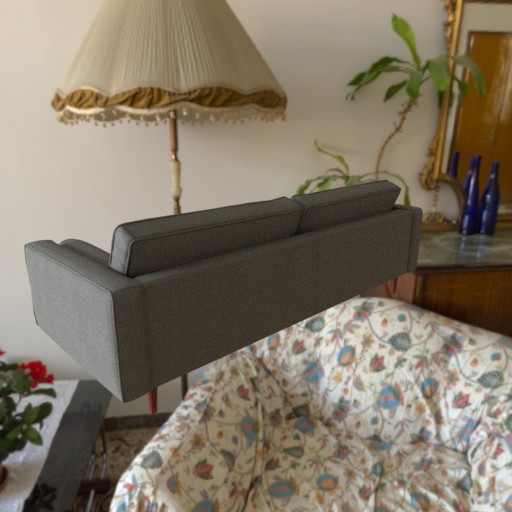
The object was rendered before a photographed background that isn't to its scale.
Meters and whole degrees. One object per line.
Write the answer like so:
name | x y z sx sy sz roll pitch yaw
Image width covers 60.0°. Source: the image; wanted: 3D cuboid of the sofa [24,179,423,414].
sofa | 0.000 0.000 2.547 2.198 0.762 0.914 -16 23 -42
